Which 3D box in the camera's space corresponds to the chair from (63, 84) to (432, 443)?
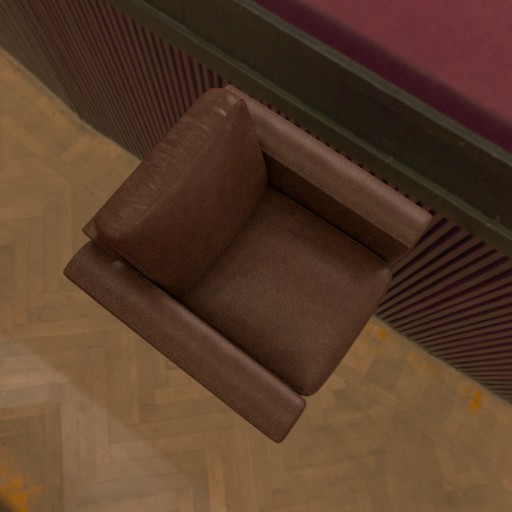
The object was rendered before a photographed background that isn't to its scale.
[{"bbox_3d":[0.000,0.000,1.745,1.016,0.873,1.005,36,78,9],"label":"chair"}]
